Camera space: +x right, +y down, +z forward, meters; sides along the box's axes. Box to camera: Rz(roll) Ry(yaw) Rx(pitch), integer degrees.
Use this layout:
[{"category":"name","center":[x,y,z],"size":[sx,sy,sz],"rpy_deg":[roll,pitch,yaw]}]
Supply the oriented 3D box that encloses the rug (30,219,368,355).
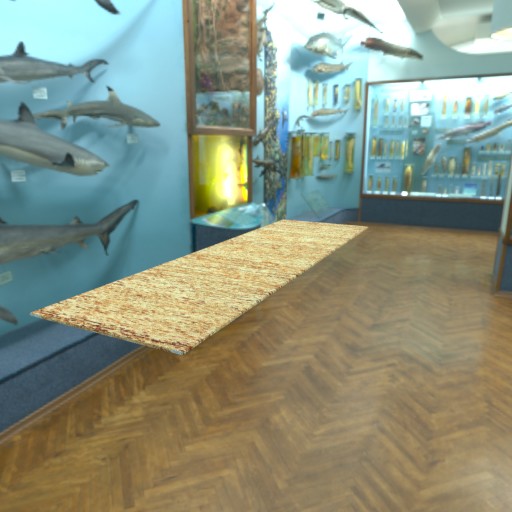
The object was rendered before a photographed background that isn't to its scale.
[{"category":"rug","center":[0.000,0.000,2.399],"size":[0.680,0.014,2.237],"rpy_deg":[7,16,26]}]
